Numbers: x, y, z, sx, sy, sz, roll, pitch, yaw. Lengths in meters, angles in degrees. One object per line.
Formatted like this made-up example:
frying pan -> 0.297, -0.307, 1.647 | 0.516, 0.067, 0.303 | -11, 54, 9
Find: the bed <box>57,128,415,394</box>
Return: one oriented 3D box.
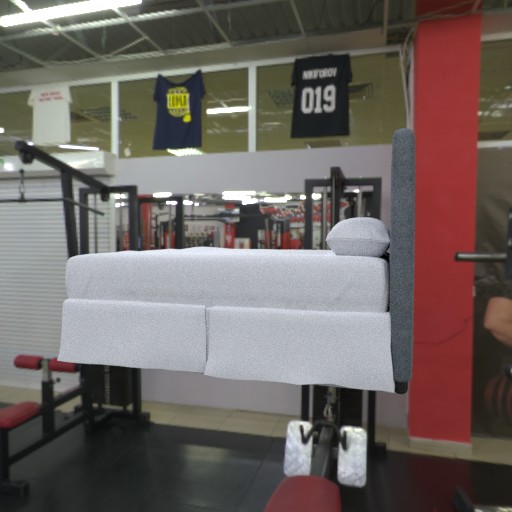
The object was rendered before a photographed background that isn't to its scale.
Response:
bed -> 0.000, 0.000, 3.237 | 2.142, 1.330, 1.713 | 1, 2, 18
